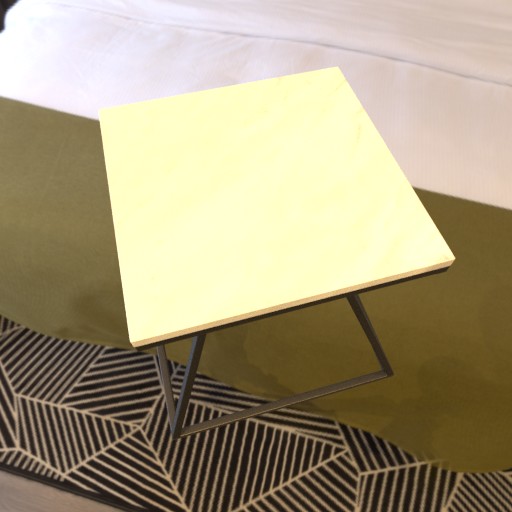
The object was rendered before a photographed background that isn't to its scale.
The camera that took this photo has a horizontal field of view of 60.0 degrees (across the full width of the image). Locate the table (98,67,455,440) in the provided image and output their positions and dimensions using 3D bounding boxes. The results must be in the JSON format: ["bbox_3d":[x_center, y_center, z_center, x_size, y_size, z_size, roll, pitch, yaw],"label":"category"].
[{"bbox_3d":[0.000,0.000,0.812,0.455,0.431,0.455,-13,59,-8],"label":"table"}]
